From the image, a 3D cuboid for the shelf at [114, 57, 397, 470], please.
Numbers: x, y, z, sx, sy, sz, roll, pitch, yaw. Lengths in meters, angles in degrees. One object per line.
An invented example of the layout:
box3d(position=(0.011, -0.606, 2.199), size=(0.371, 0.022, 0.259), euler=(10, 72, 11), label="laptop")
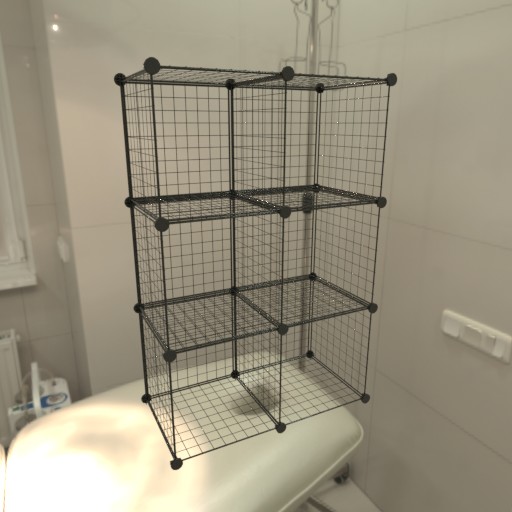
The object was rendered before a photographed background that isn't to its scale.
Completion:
box3d(position=(0.000, 0.000, 1.392), size=(0.711, 1.067, 0.356), euler=(-8, 19, -26), label="shelf")
